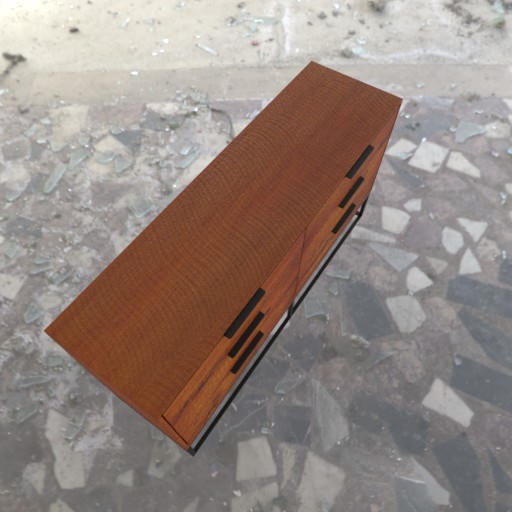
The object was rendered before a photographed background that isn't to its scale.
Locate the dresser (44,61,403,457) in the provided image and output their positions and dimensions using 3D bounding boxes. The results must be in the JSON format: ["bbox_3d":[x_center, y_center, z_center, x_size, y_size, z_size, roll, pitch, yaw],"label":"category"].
[{"bbox_3d":[0.000,0.000,1.911,0.464,0.810,1.536,31,64,17],"label":"dresser"}]
